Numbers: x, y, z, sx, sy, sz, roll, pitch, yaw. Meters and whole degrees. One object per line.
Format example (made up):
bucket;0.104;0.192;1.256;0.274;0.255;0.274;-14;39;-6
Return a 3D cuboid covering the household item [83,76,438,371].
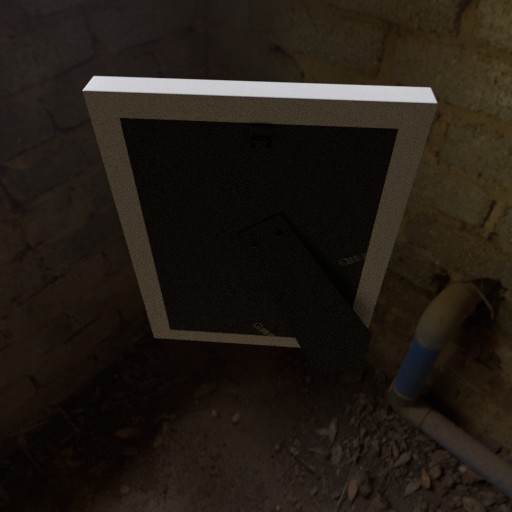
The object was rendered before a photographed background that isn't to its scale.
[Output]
household item;0.000;0.000;0.336;0.200;0.250;0.045;3;46;3
